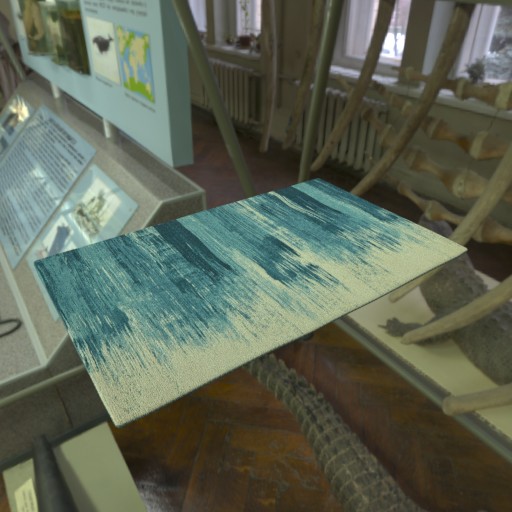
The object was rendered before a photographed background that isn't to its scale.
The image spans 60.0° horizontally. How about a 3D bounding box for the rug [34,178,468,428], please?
[{"bbox_3d":[0.000,0.000,2.914,2.450,0.027,1.540,-20,37,-29],"label":"rug"}]
